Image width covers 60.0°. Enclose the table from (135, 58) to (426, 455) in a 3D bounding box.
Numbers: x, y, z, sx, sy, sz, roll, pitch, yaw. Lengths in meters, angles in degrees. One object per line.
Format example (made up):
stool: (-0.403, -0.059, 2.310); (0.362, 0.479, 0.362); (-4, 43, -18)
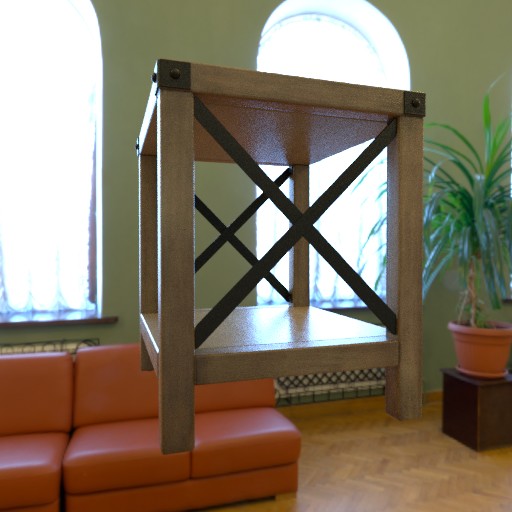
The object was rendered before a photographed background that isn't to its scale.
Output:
table: (0.000, 0.000, 0.918); (0.459, 0.561, 0.510); (0, 1, -18)
